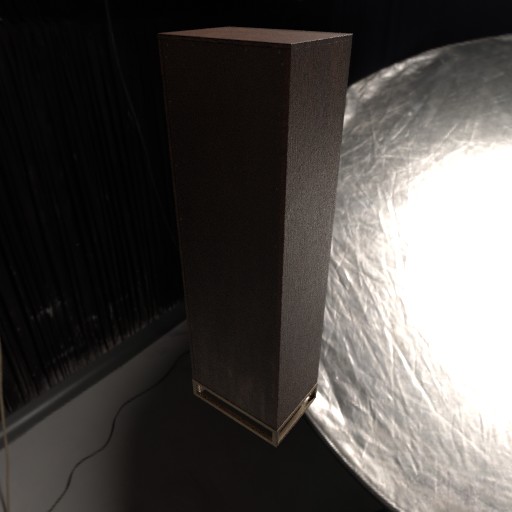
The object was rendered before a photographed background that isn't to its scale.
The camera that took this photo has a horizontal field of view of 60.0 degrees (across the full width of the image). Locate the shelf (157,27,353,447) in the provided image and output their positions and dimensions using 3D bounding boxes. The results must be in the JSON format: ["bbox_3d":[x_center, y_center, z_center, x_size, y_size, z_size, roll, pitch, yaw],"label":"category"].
[{"bbox_3d":[0.000,0.000,1.924,0.539,1.732,0.395,21,37,31],"label":"shelf"}]
